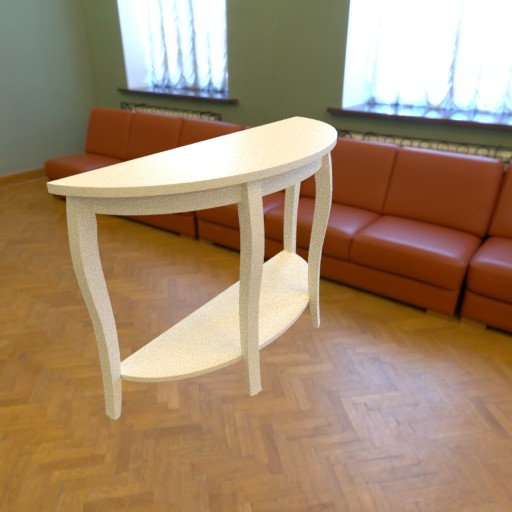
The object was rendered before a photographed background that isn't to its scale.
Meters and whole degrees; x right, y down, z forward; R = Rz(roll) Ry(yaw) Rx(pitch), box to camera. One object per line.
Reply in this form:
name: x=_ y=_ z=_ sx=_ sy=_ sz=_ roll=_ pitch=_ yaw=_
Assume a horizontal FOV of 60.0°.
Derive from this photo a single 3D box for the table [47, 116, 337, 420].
table: x=0.000 y=0.000 z=1.593 sx=0.394 sy=0.780 sz=1.219 roll=17 pitch=31 yaw=30
